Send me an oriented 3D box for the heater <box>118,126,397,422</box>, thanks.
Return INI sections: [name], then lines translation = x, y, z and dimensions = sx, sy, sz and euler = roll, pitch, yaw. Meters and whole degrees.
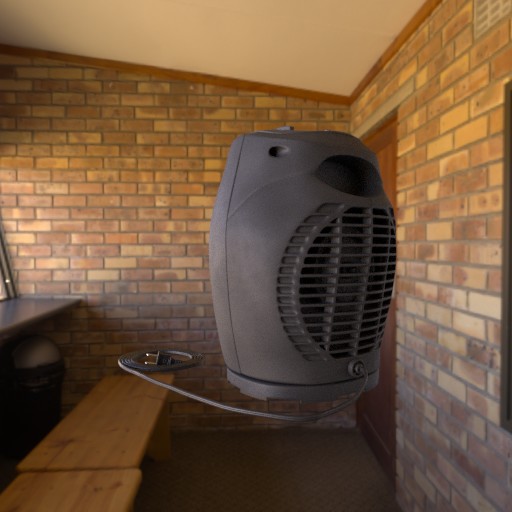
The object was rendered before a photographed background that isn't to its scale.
[heater]
translation = 0.000, 0.000, 0.486
dimensions = 0.239, 0.255, 0.291
euler = -1, 1, -35
